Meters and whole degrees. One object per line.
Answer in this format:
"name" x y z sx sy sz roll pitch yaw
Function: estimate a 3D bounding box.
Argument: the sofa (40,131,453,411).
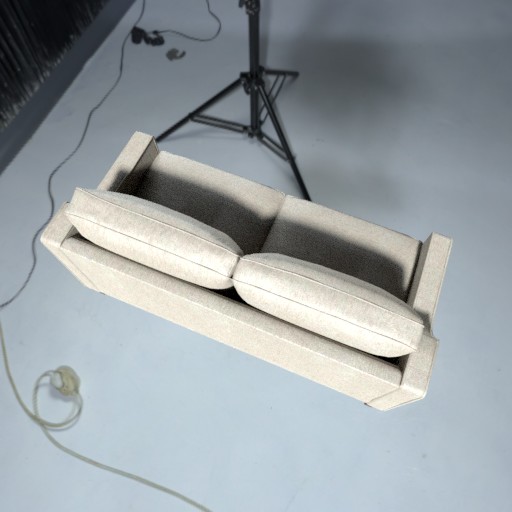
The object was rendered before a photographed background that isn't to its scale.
"sofa" 0.000 0.000 2.806 2.181 1.074 1.073 20 67 9
